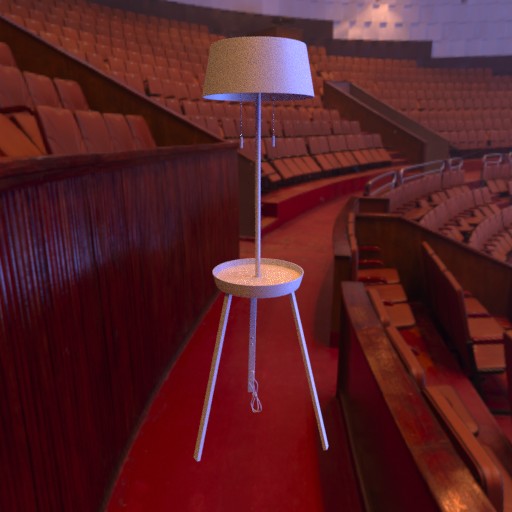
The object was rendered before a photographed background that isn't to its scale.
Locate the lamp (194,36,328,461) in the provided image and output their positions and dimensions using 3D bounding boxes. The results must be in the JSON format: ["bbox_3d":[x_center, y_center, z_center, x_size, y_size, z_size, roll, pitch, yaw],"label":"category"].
[{"bbox_3d":[0.000,0.000,1.645,0.508,1.429,0.468,-2,16,-7],"label":"lamp"}]
